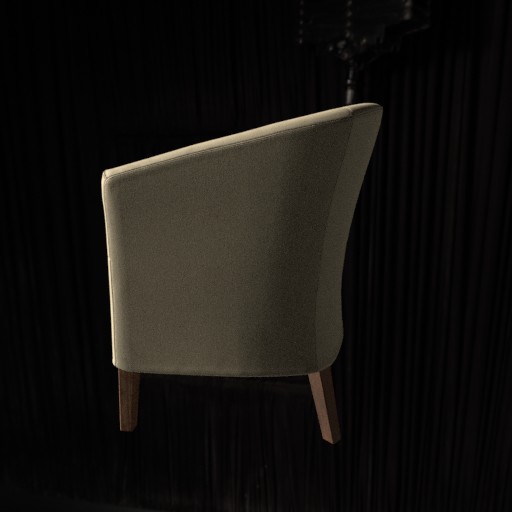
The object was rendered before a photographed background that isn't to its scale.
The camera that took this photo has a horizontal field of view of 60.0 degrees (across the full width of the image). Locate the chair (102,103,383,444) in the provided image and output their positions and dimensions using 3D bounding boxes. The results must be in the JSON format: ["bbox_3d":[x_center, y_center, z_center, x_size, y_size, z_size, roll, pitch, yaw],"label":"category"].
[{"bbox_3d":[0.000,0.000,1.303,0.657,0.822,0.643,2,14,8],"label":"chair"}]
